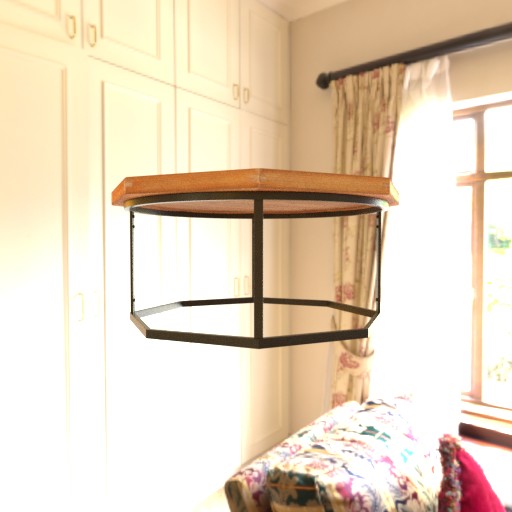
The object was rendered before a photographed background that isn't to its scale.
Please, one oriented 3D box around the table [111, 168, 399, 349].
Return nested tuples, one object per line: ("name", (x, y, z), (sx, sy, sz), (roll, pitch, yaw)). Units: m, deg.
("table", (0.000, 0.000, 1.548), (1.002, 0.444, 1.002), (0, 2, 0))
